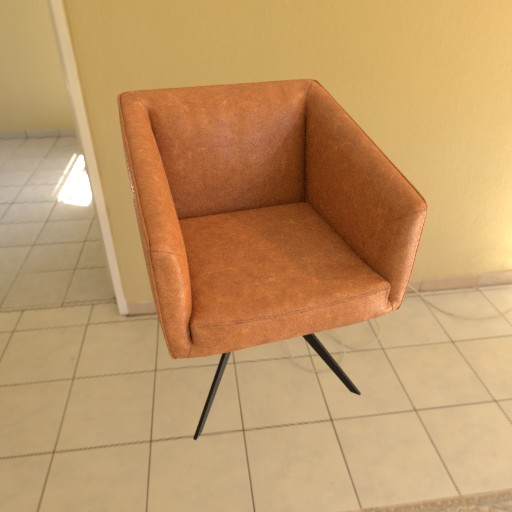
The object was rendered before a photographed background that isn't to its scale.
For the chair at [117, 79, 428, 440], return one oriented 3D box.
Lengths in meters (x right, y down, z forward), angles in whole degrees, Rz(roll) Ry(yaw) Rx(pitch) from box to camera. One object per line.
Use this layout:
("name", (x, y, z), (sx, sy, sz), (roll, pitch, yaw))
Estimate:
("chair", (0.000, 0.000, 1.200), (0.588, 0.760, 0.625), (-10, 34, -15))
